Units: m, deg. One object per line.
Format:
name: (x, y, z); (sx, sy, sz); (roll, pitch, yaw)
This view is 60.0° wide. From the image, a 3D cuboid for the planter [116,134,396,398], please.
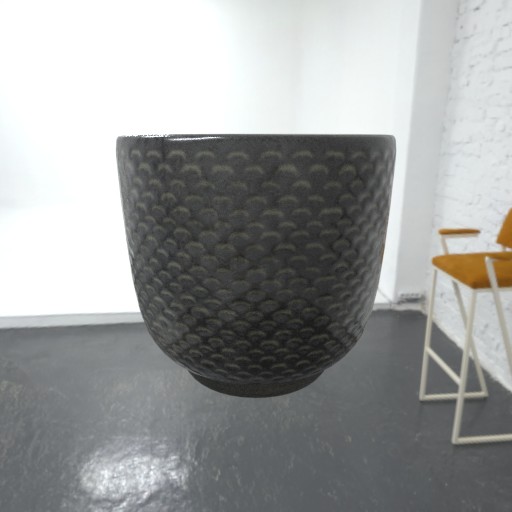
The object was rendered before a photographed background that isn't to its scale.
planter: (0.000, 0.000, 0.245); (0.140, 0.129, 0.140); (0, 15, 0)
